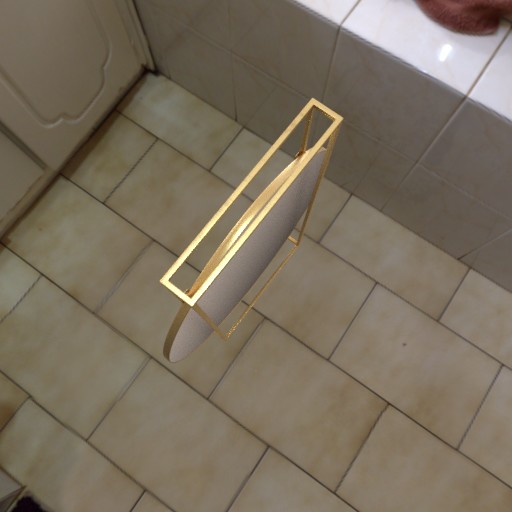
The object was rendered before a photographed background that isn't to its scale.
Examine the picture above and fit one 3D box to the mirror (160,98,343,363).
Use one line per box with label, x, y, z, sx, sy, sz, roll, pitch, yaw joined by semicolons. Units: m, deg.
mirror;0.000;0.000;0.849;0.051;0.603;0.508;37;78;9
